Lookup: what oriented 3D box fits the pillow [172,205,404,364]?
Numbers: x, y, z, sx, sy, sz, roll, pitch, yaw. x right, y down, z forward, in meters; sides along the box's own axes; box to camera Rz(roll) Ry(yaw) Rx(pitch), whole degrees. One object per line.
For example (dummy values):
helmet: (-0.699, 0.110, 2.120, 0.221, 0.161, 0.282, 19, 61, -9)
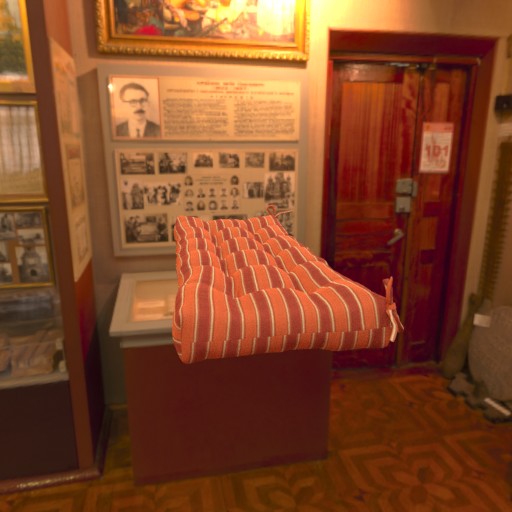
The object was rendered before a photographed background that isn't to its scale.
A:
pillow: (0.000, 0.000, 1.389, 0.511, 0.174, 1.194, -3, 15, -10)
